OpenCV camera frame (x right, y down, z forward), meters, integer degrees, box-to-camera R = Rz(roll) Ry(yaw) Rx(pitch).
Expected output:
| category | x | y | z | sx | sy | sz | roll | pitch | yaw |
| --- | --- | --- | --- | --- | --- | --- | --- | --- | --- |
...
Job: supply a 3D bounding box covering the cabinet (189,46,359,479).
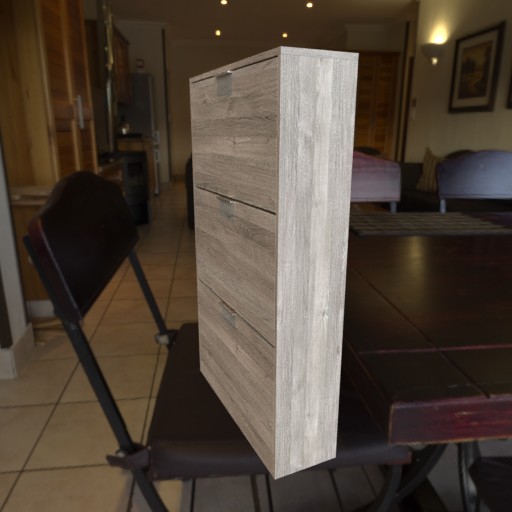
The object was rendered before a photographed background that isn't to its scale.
| category | x | y | z | sx | sy | sz | roll | pitch | yaw |
| --- | --- | --- | --- | --- | --- | --- | --- | --- | --- |
| cabinet | 0.000 | 0.000 | 1.627 | 0.250 | 1.280 | 0.750 | -7 | 17 | -24 |
